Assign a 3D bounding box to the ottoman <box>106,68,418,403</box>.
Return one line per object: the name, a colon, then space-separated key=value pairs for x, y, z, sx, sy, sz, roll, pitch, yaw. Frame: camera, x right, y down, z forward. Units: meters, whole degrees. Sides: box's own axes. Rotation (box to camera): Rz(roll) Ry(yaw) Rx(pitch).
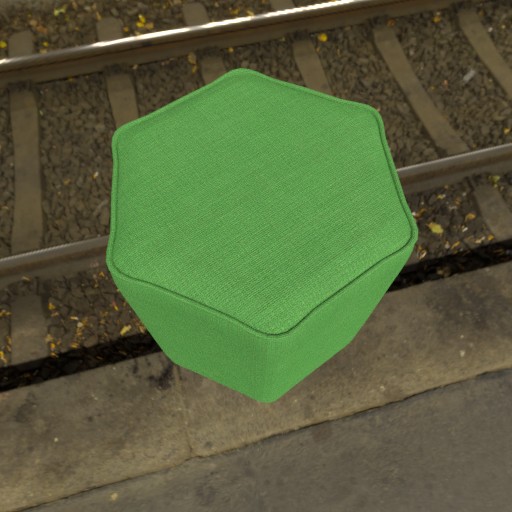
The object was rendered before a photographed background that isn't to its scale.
ottoman: x=0.000 y=0.000 z=0.875 sx=0.499 sy=0.507 sz=0.444 roll=-33 pitch=67 yaw=-16
